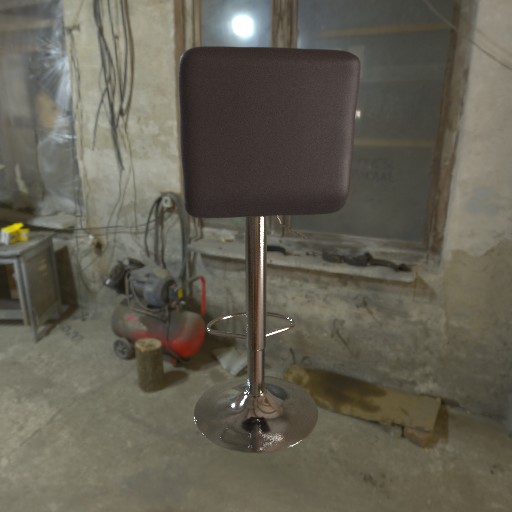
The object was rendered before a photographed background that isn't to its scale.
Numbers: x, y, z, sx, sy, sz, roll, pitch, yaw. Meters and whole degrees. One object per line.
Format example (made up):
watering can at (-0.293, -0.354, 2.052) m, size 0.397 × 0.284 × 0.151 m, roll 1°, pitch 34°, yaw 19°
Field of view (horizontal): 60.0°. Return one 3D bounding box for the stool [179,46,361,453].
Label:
stool at (0.000, 0.000, 1.371) m, size 0.430 × 1.115 × 0.505 m, roll -3°, pitch 17°, yaw -9°
